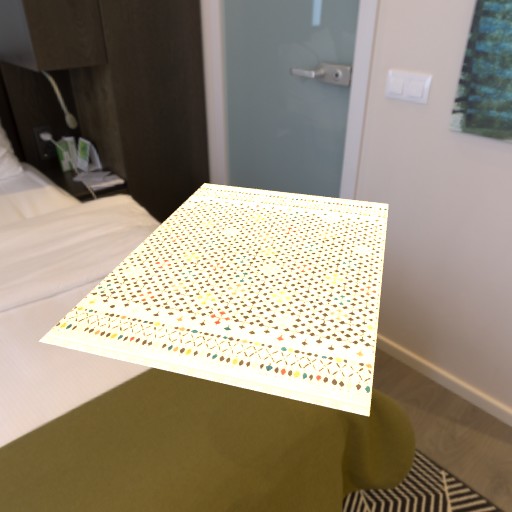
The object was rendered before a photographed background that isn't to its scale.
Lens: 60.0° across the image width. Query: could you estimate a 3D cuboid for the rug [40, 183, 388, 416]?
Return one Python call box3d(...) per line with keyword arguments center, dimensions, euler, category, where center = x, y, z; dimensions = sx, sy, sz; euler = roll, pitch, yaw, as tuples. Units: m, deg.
box3d(center=(0.000, 0.000, 2.074), dimensions=(1.146, 0.006, 1.556), euler=(9, 32, 14), category="rug")
